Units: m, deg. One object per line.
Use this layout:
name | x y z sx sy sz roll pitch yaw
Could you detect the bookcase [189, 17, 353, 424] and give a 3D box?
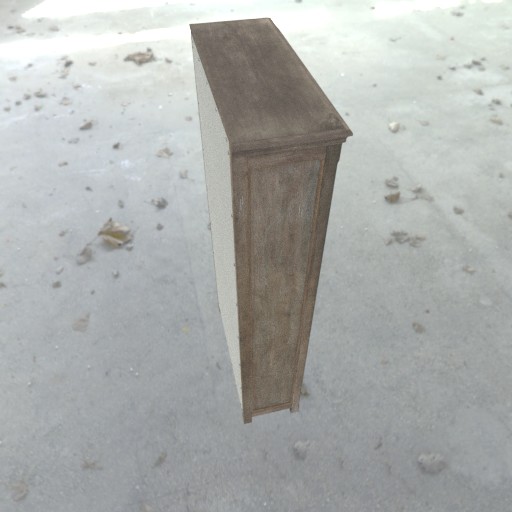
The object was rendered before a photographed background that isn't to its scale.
bookcase | 0.000 0.000 2.191 0.348 1.880 0.906 -10 48 -9
